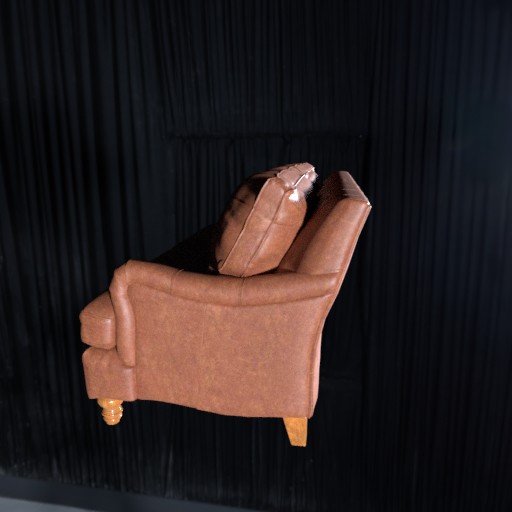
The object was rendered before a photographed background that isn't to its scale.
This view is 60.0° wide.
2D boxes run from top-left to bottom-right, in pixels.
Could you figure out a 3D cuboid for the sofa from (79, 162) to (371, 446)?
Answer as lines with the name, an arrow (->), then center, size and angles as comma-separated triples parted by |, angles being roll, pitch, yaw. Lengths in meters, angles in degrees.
sofa -> 0.000, 0.000, 2.678 | 1.147, 1.071, 2.144 | 2, 14, 9
